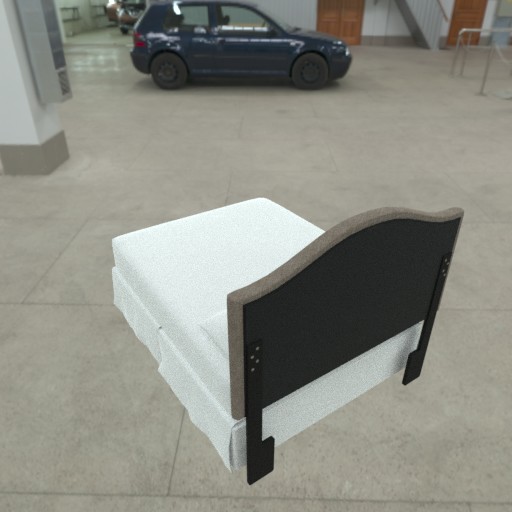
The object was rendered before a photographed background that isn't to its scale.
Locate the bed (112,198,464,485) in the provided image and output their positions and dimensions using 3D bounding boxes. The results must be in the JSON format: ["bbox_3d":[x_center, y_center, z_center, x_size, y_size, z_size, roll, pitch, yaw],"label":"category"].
[{"bbox_3d":[0.000,0.000,3.309,1.713,1.518,2.153,-19,36,-29],"label":"bed"}]
